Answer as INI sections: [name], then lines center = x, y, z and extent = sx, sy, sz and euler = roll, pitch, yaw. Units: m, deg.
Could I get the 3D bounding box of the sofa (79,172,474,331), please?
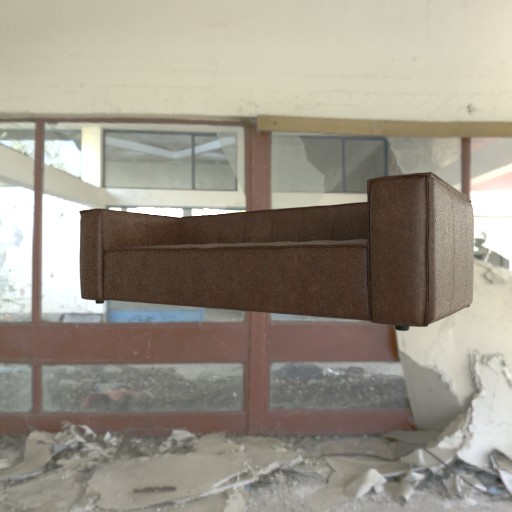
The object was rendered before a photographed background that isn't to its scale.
[sofa]
center = 0.000, 0.000, 3.021
extent = 2.581, 0.701, 1.102
euler = 0, -1, 35
